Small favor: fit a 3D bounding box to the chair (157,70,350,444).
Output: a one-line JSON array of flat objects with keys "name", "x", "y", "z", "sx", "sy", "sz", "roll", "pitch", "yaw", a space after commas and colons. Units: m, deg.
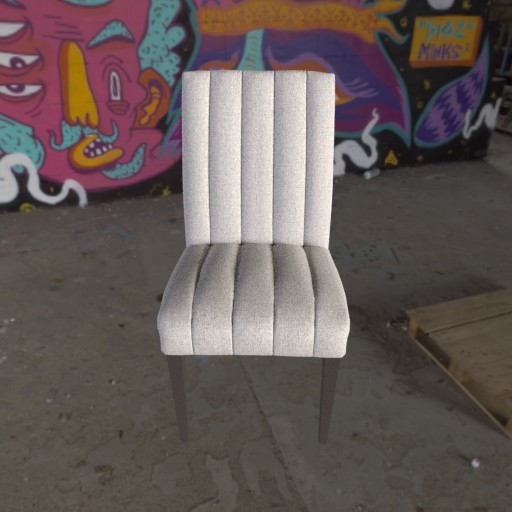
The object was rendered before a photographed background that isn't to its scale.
[{"name": "chair", "x": 0.000, "y": 0.000, "z": 1.384, "sx": 0.511, "sy": 1.016, "sz": 0.647, "roll": 1, "pitch": 29, "yaw": 1}]
